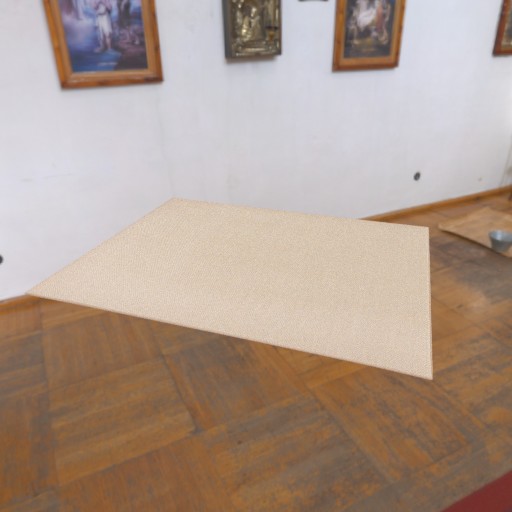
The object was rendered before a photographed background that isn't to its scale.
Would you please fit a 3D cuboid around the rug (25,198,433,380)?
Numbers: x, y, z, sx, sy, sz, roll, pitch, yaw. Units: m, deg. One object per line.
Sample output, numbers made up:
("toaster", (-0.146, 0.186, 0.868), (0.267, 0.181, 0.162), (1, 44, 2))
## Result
("rug", (0.000, 0.000, 4.095), (3.039, 0.018, 2.462), (9, 28, 17))
